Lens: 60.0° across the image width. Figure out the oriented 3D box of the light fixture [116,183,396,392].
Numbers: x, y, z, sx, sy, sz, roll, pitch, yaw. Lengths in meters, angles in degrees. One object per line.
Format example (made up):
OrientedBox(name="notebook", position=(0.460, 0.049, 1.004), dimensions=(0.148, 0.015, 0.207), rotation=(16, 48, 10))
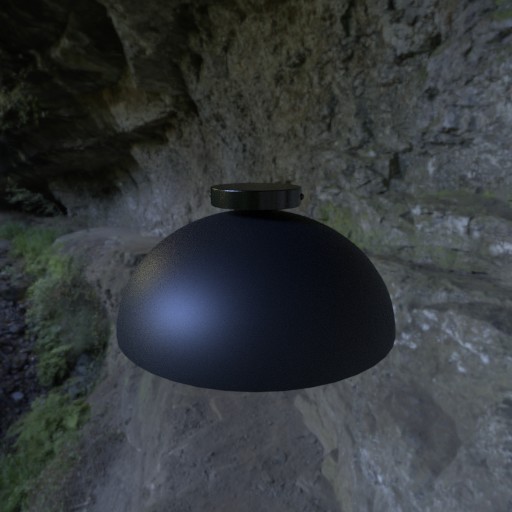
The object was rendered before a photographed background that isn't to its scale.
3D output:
OrientedBox(name="light fixture", position=(0.000, 0.000, 0.568), dimensions=(0.355, 0.177, 0.355), rotation=(0, 14, 0))
